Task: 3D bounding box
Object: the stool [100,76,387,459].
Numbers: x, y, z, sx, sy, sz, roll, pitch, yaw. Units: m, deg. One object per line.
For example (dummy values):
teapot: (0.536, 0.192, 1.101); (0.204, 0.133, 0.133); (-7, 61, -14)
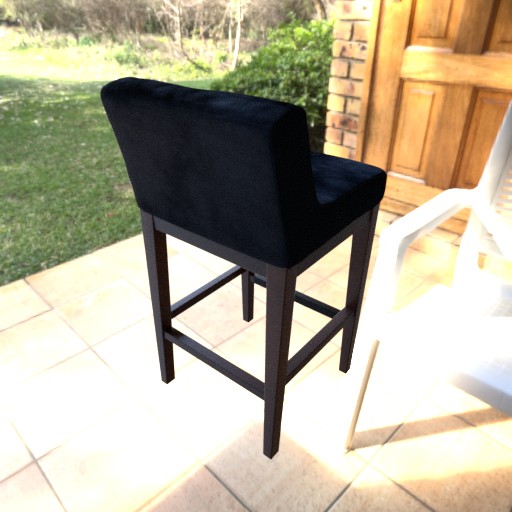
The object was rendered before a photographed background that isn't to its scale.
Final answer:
stool: (0.000, 0.000, 1.242); (0.511, 0.945, 0.516); (23, 37, 33)
